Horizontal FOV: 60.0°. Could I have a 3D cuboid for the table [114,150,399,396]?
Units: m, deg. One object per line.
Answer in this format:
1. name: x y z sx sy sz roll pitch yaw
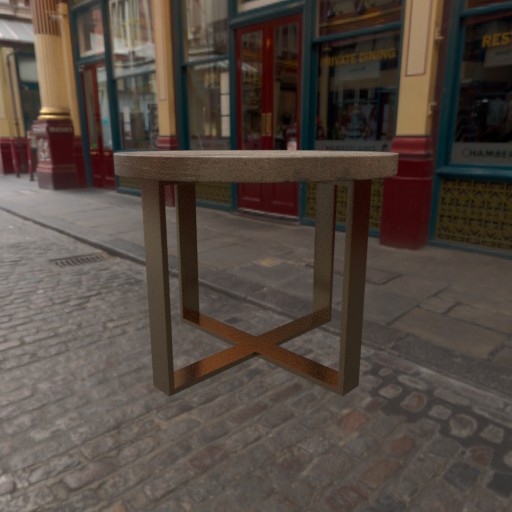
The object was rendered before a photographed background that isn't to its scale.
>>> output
1. table: 0.000 0.000 0.961 0.557 0.437 0.557 0 14 0
